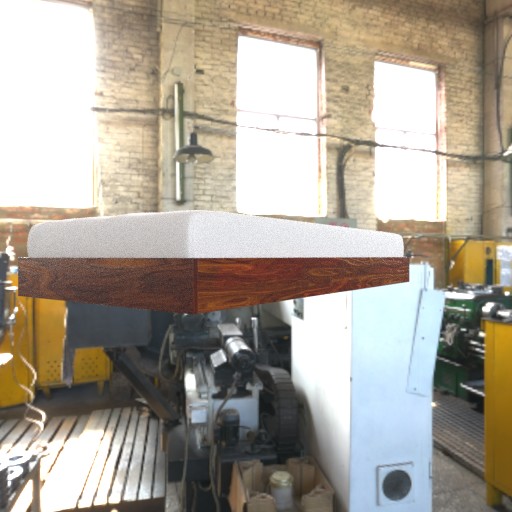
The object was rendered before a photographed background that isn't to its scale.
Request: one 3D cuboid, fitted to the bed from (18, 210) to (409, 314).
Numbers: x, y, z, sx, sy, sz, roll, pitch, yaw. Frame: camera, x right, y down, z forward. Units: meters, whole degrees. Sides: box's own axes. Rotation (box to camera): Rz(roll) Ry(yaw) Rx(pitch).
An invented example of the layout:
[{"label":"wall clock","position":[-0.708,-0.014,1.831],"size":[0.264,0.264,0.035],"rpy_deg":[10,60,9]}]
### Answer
[{"label":"bed","position":[0.000,0.000,2.203],"size":[0.940,0.312,1.860],"rpy_deg":[0,0,36]}]
